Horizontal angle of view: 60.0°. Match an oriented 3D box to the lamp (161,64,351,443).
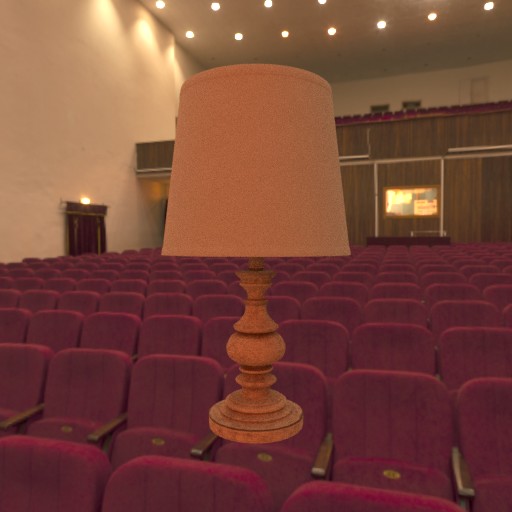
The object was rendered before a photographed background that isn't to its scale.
[{"bbox_3d":[0.000,0.000,0.653,0.273,0.497,0.273,0,1,0],"label":"lamp"}]
